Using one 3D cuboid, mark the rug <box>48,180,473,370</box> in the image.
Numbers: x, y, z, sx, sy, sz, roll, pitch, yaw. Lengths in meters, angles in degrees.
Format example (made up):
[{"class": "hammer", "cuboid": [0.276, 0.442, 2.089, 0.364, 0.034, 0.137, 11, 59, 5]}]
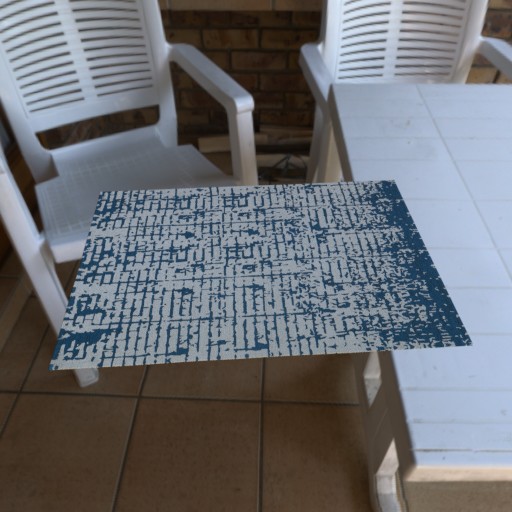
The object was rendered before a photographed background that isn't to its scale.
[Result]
[{"class": "rug", "cuboid": [0.000, 0.000, 2.324, 1.828, 0.007, 1.220, -3, 46, -3]}]
